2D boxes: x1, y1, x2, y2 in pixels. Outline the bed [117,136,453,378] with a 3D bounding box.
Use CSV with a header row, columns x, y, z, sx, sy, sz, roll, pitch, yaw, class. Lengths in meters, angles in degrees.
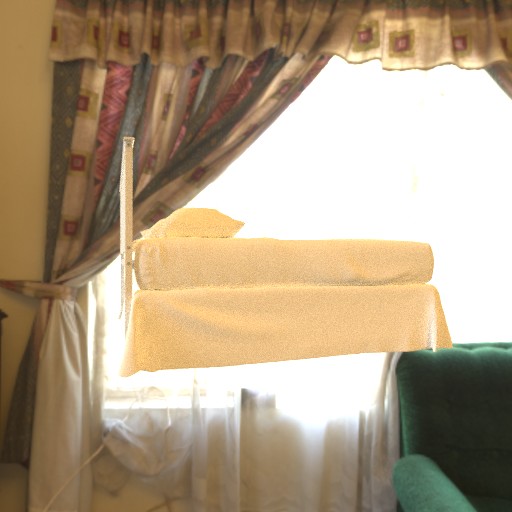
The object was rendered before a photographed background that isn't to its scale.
x,y,z,sx,sy,sz,roll,pitch,yaw,class
0.000,0.000,3.675,2.215,1.273,2.317,0,0,-18,bed
